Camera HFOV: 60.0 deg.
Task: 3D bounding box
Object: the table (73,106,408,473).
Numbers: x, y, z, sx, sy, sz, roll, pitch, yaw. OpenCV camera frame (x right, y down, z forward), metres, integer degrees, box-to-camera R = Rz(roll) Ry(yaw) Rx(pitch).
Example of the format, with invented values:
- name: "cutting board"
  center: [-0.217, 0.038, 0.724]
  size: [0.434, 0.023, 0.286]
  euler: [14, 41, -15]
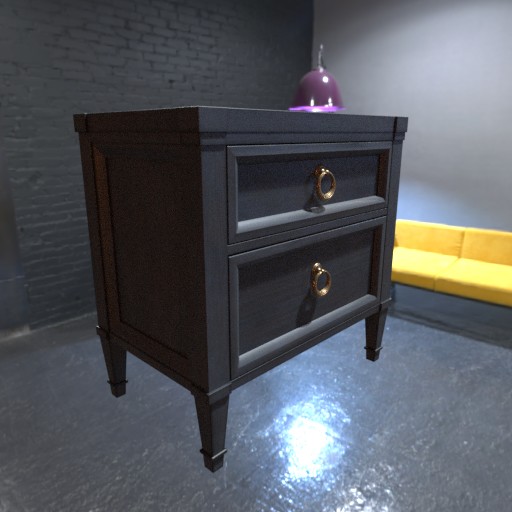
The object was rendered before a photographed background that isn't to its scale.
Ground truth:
- name: "table"
  center: [0.000, 0.000, 1.091]
  size: [0.413, 0.660, 0.660]
  euler: [15, 21, 42]
